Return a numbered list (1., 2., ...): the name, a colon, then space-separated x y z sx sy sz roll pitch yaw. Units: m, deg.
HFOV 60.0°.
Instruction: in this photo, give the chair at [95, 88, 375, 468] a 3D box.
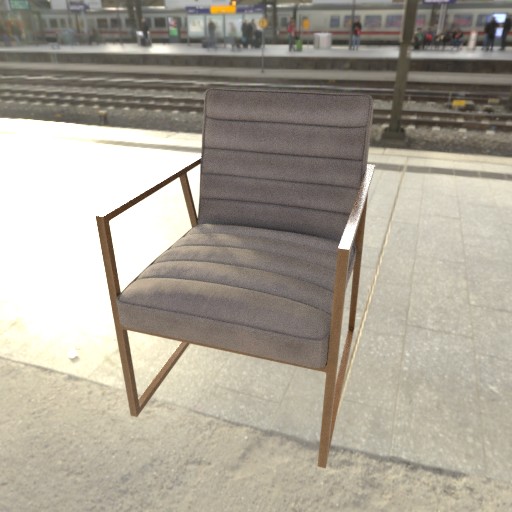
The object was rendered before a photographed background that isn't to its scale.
1. chair: 0.000 0.000 1.288 0.578 0.843 0.682 8 28 16
